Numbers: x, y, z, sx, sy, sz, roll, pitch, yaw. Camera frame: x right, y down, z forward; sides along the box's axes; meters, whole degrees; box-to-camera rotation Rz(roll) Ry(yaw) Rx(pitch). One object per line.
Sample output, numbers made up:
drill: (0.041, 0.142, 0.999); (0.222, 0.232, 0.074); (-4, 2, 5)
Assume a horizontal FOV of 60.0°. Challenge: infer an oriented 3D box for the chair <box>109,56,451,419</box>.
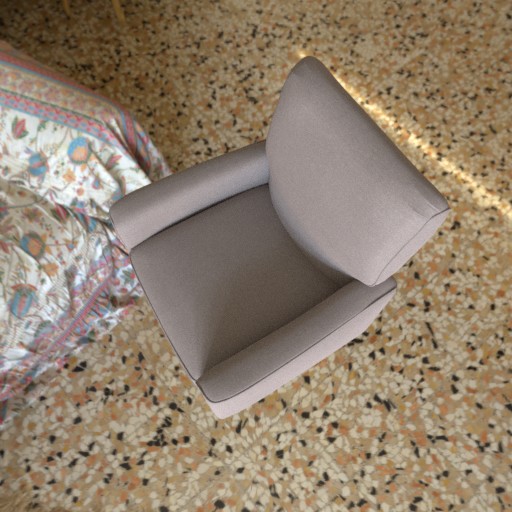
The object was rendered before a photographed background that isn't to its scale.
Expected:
chair: (0.000, 0.000, 1.649); (0.859, 1.023, 0.845); (-29, 68, -13)
